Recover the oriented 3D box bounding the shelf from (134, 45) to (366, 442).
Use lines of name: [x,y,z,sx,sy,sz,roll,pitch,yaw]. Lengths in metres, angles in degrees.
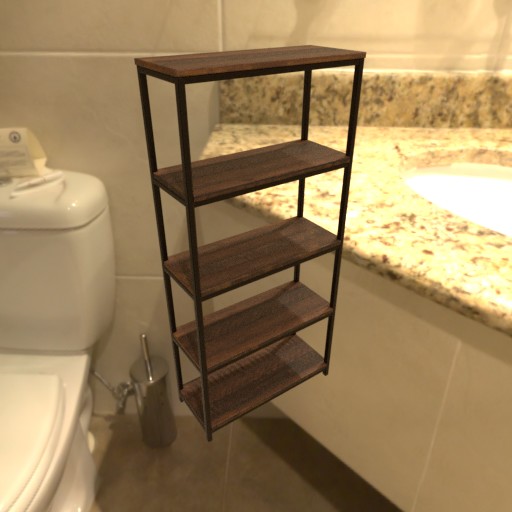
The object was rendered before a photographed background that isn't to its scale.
shelf: [0.000,0.000,2.239,0.874,1.860,0.359,-19,36,-29]
